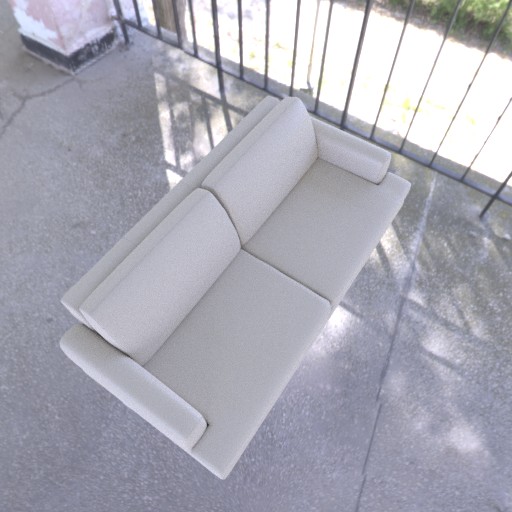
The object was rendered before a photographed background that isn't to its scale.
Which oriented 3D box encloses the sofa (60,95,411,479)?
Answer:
[{"bbox_3d":[0.000,0.000,2.379,0.974,0.765,1.940,30,63,17],"label":"sofa"}]
